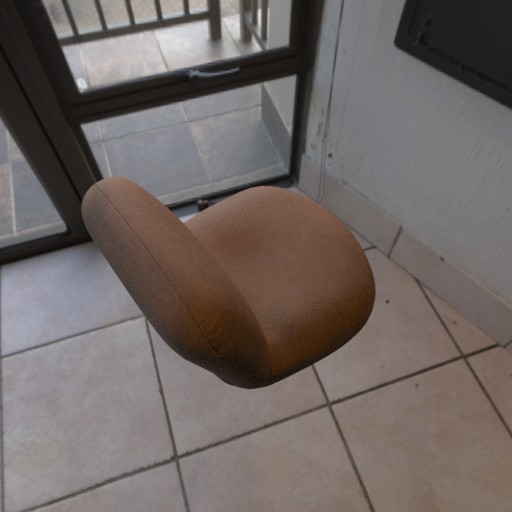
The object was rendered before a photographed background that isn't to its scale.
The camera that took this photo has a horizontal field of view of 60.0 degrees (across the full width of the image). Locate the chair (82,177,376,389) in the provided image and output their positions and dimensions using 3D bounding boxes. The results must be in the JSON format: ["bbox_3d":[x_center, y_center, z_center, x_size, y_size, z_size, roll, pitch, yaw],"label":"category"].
[{"bbox_3d":[0.000,0.000,1.044,0.597,0.594,0.521,-33,63,-19],"label":"chair"}]
